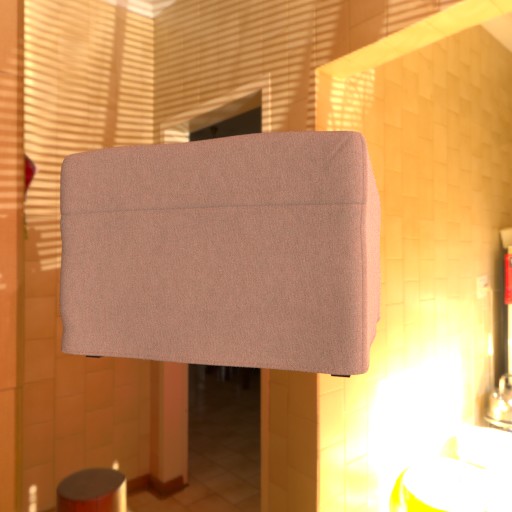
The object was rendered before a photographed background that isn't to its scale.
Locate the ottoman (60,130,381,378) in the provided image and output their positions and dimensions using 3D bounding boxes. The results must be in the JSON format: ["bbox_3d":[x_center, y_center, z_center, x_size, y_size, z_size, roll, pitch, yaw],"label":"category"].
[{"bbox_3d":[0.000,0.000,1.235,0.648,0.461,0.833,0,0,17],"label":"ottoman"}]
